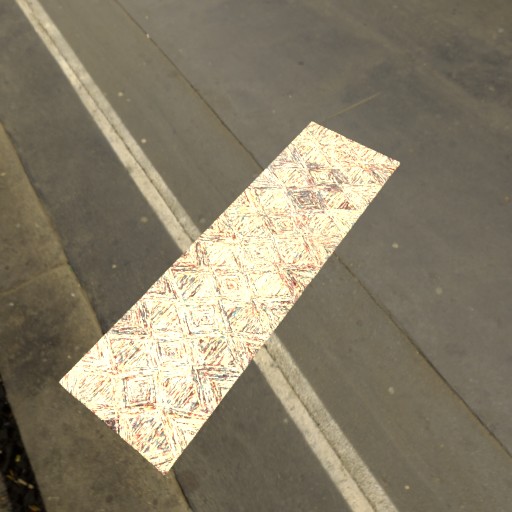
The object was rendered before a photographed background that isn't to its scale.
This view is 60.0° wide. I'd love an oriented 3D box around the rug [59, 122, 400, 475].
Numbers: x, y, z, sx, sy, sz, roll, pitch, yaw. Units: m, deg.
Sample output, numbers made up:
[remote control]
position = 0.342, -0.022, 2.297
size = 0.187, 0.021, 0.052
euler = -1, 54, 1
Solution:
[rug]
position = 0.000, 0.000, 2.520
size = 0.688, 0.015, 2.292
euler = 31, 62, 19
